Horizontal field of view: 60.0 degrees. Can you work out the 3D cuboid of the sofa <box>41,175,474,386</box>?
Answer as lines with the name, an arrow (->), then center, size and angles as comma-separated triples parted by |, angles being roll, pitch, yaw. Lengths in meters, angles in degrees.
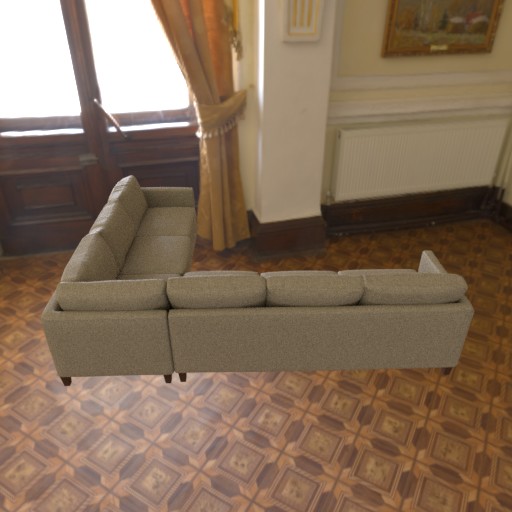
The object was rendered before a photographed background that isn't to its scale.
sofa -> 0.000, 0.000, 4.509 | 3.302, 0.947, 2.593 | -1, 31, -2
